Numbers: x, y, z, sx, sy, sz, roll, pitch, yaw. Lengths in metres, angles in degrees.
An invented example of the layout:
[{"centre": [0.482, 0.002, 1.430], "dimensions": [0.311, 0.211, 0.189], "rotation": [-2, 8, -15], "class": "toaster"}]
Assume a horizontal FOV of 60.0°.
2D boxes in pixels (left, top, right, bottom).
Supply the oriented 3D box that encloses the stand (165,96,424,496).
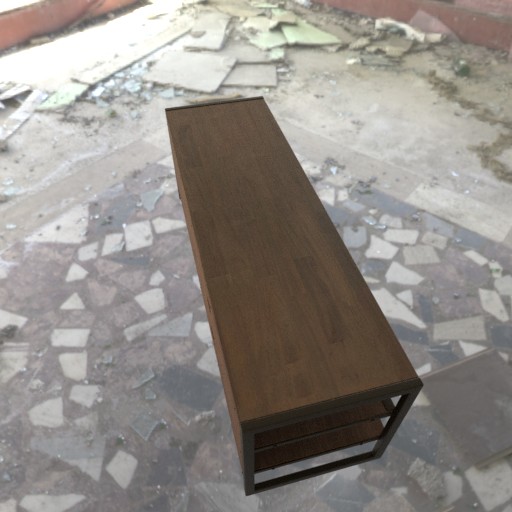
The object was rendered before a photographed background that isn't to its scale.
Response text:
[{"centre": [0.000, 0.000, 1.700], "dimensions": [0.454, 0.506, 1.480], "rotation": [-11, 48, -10], "class": "stand"}]
